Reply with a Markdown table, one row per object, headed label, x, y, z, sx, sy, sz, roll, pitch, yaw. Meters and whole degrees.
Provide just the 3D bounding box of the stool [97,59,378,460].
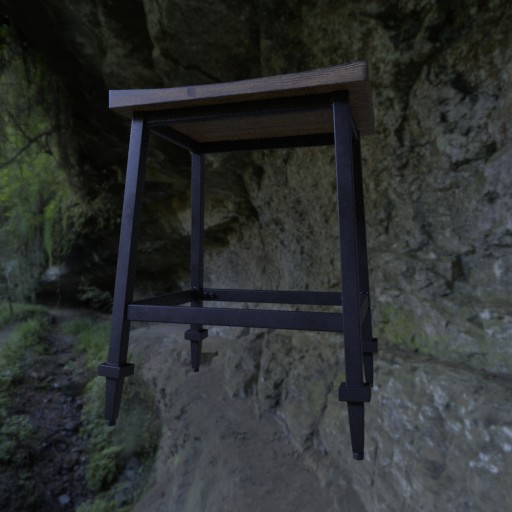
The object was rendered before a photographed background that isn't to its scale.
| label | x | y | z | sx | sy | sz | roll | pitch | yaw |
| --- | --- | --- | --- | --- | --- | --- | --- | --- | --- |
| stool | 0.000 | 0.000 | 0.932 | 0.486 | 0.625 | 0.405 | 0 | 1 | 17 |
